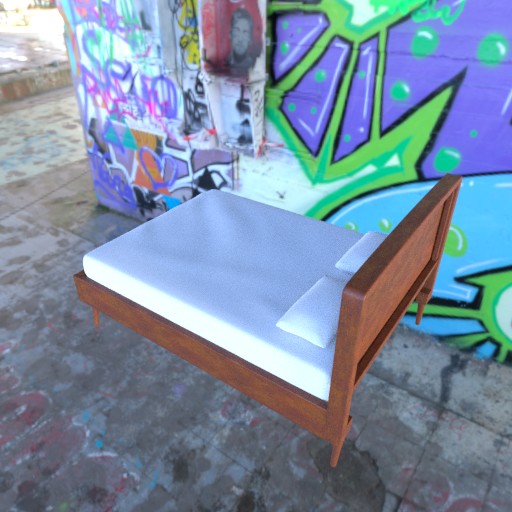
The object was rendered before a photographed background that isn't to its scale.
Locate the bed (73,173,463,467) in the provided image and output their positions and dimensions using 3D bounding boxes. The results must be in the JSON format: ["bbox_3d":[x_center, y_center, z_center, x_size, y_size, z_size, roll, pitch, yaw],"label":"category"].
[{"bbox_3d":[0.000,0.000,3.207,2.196,1.275,1.587,21,38,29],"label":"bed"}]
